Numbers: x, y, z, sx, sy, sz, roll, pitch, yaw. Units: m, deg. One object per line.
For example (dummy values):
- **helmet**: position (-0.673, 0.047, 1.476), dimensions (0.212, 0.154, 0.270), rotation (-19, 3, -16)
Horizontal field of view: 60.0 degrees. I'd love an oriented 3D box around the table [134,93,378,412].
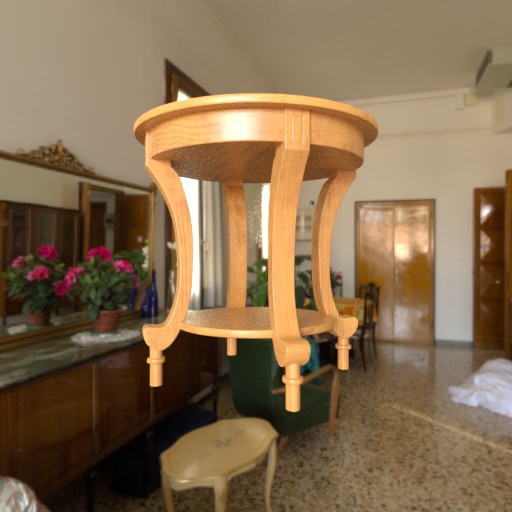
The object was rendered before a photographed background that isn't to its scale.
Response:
- **table**: position (0.000, 0.000, 1.125), dimensions (0.597, 0.612, 0.597), rotation (0, 1, 0)
